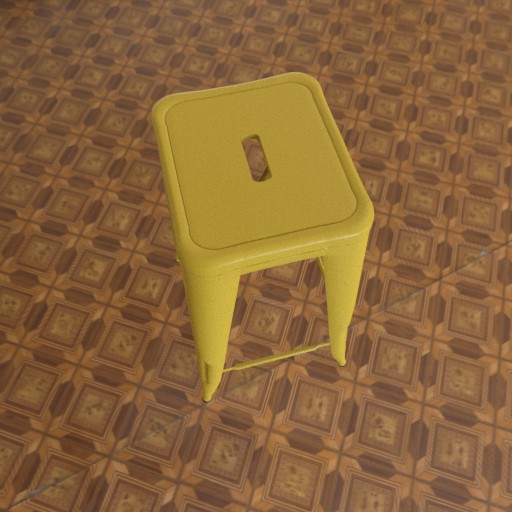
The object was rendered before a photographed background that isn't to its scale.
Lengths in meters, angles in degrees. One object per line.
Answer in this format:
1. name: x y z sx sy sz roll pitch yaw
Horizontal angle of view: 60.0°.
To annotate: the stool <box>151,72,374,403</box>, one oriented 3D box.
1. stool: 0.000 0.000 0.871 0.359 0.609 0.399 -13 64 -6
